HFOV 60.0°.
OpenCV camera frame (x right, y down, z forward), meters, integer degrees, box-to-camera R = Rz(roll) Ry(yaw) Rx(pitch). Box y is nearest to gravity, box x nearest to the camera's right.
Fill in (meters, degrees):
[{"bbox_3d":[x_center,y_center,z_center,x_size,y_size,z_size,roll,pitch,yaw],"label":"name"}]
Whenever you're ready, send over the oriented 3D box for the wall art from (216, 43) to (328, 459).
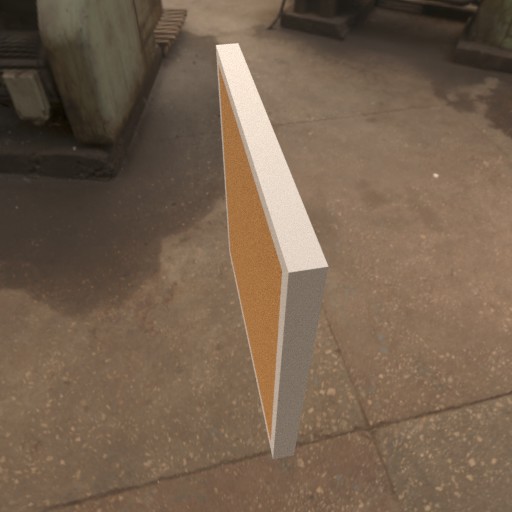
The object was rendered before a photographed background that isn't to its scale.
[{"bbox_3d":[0.000,0.000,0.763,0.038,0.508,0.507,-8,48,-7],"label":"wall art"}]
